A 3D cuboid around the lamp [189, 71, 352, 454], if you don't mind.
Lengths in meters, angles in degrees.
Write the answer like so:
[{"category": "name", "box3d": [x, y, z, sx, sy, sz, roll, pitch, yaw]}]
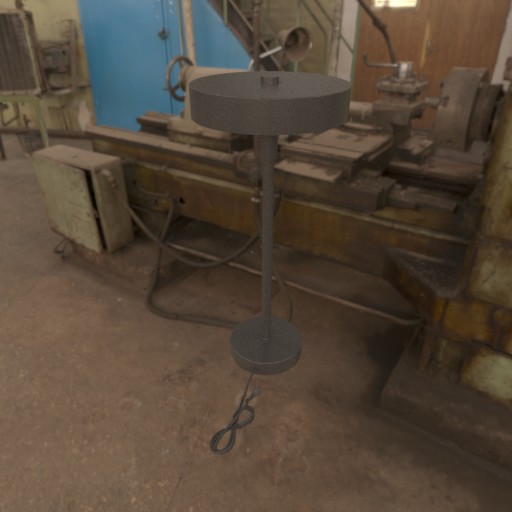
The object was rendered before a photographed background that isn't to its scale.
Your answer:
[{"category": "lamp", "box3d": [0.000, 0.000, 0.693, 0.229, 0.508, 0.369, 8, 31, 14]}]
